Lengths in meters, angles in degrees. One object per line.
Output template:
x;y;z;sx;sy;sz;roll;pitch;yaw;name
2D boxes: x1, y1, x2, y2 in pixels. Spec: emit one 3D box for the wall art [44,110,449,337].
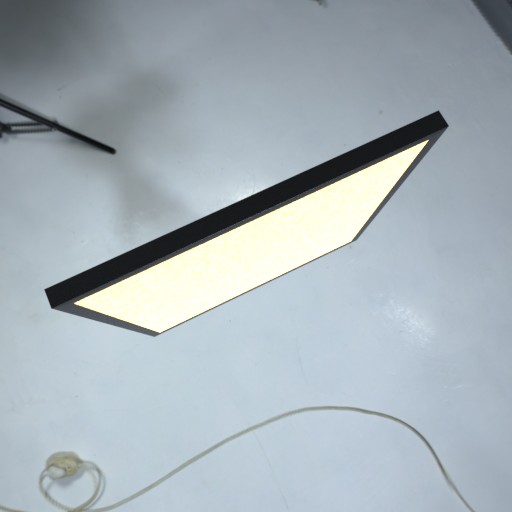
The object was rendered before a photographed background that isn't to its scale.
0.000;0.000;1.130;0.756;0.755;0.036;-25;78;-6;wall art
